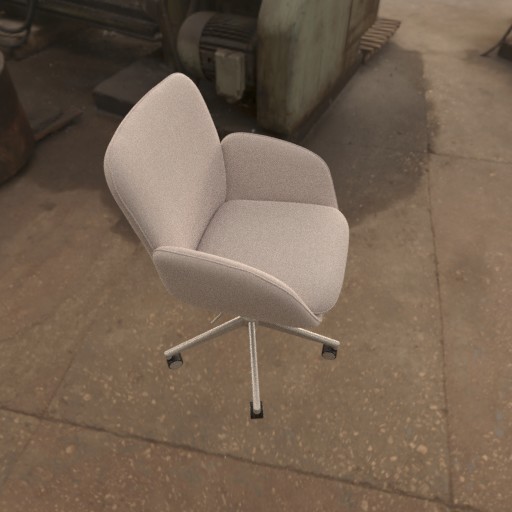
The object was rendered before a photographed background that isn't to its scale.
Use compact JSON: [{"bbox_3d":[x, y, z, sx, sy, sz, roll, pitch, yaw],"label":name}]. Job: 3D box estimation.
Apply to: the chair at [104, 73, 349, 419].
[{"bbox_3d":[0.000,0.000,1.393,0.633,0.959,0.648,10,48,10],"label":"chair"}]
